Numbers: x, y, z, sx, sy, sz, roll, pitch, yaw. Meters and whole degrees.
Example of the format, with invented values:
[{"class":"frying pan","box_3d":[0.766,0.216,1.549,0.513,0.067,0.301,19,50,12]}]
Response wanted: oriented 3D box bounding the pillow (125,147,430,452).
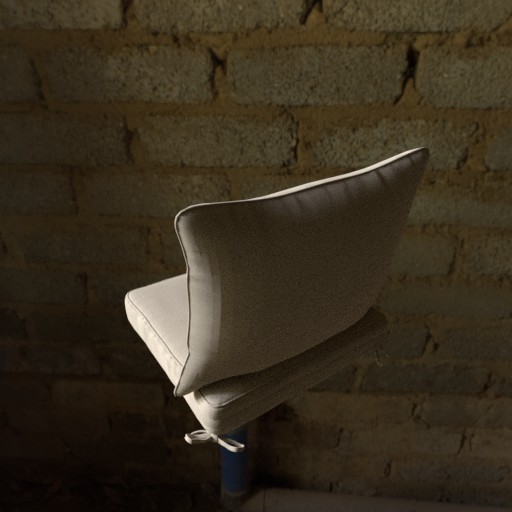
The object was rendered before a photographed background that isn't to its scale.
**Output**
[{"class":"pillow","box_3d":[0.000,0.000,1.397,0.798,0.716,0.733,-19,35,-30]}]
